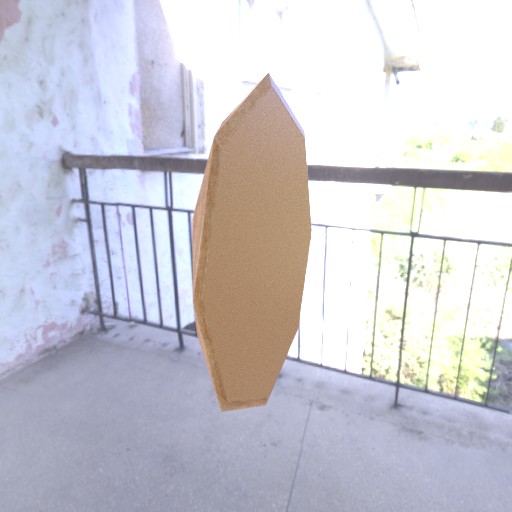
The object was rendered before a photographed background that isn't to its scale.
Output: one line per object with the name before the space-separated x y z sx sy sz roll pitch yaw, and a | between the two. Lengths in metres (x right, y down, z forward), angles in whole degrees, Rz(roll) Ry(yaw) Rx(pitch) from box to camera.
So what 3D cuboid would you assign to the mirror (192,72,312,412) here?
mirror | 0.000 0.000 1.008 0.070 0.774 0.577 9 19 26
